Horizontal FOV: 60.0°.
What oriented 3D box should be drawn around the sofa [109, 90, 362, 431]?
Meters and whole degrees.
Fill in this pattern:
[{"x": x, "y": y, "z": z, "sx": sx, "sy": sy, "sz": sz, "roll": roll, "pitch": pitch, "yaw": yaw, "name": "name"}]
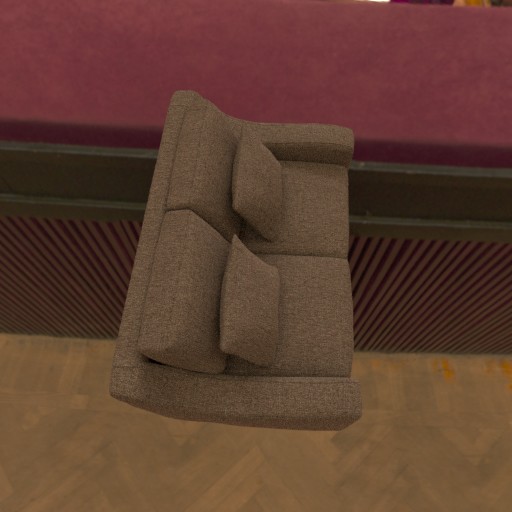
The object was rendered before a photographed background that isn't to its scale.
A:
[{"x": 0.000, "y": 0.000, "z": 2.504, "sx": 1.120, "sy": 0.991, "sz": 1.778, "roll": 4, "pitch": 64, "yaw": 2, "name": "sofa"}]
